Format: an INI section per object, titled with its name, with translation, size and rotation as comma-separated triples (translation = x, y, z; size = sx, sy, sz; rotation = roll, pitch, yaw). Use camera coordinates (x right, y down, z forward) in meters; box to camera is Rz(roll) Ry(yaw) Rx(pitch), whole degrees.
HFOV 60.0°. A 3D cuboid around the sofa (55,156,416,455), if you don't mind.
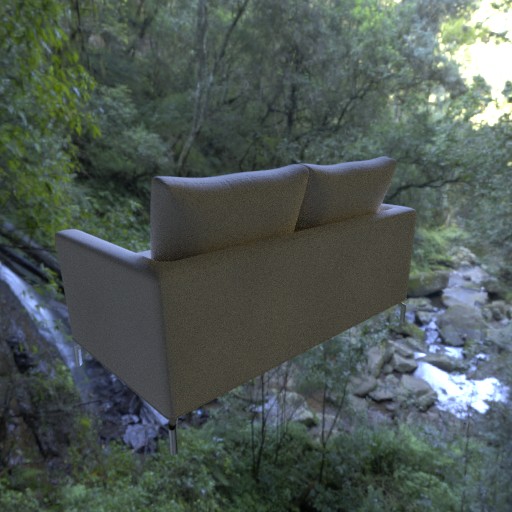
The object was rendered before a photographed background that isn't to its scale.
[sofa]
translation = 0.000, 0.000, 2.357
size = 1.739, 0.995, 0.906
rotation = -15, 22, -41
